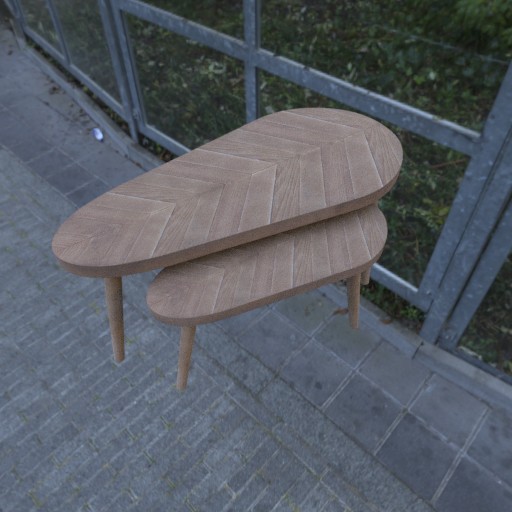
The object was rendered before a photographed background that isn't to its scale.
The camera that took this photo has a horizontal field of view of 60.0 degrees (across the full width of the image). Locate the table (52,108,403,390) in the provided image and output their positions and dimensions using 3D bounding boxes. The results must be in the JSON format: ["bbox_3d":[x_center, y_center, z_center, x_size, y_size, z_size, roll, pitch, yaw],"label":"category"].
[{"bbox_3d":[0.000,0.000,1.572,1.190,0.595,0.701,-26,52,-22],"label":"table"}]
